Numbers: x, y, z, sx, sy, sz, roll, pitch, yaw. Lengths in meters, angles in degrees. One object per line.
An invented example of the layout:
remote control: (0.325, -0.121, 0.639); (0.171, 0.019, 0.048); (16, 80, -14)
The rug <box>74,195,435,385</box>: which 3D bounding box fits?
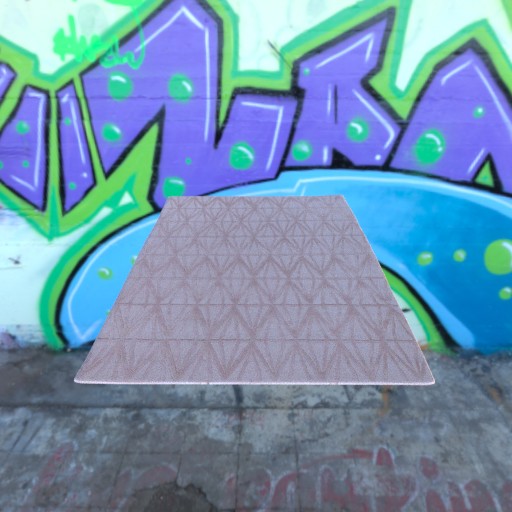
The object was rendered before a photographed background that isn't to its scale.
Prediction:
rug: (0.000, 0.000, 2.296); (1.230, 0.025, 1.837); (0, 27, 0)
